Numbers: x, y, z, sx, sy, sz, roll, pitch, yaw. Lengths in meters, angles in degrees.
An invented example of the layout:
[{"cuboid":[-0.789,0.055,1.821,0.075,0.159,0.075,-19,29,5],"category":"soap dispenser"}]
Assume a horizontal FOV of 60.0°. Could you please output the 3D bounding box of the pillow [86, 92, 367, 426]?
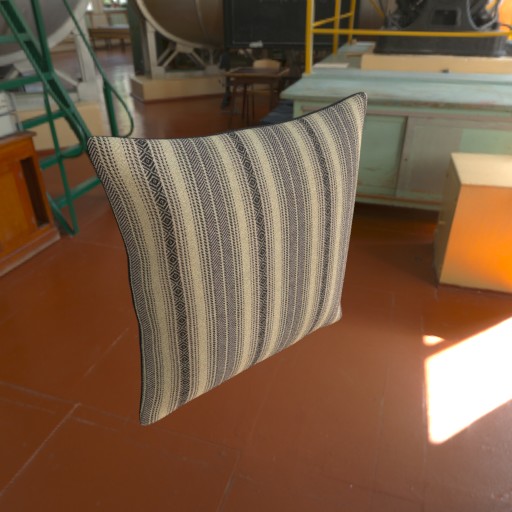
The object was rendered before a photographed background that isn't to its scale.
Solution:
[{"cuboid":[0.000,0.000,0.797,0.520,0.508,0.166,-21,36,-32],"category":"pillow"}]
